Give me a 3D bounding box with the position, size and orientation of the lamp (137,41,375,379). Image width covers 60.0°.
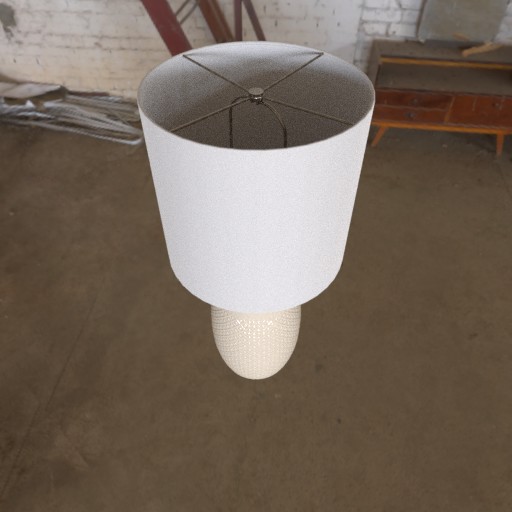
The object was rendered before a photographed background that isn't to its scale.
[{"bbox_3d":[0.000,0.000,0.572,0.217,0.453,0.217,33,54,28],"label":"lamp"}]
